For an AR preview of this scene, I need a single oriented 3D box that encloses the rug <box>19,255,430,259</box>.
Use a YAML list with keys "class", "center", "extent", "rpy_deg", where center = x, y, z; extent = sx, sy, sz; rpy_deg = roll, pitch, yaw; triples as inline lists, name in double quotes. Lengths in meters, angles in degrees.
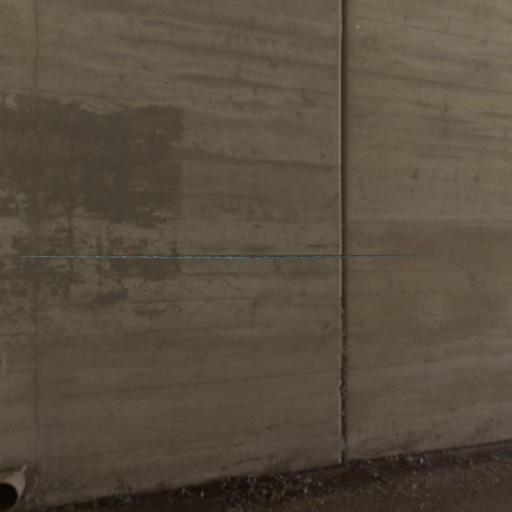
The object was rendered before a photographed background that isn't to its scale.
- class: "rug"
  center: [0.000, 0.000, 4.218]
  extent: [2.337, 0.013, 3.291]
  rpy_deg: [0, 0, 36]
